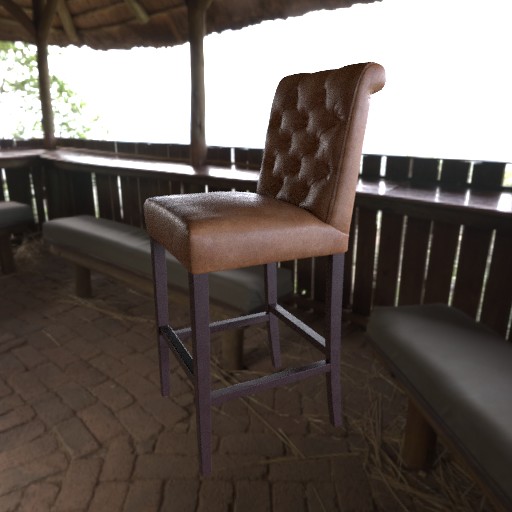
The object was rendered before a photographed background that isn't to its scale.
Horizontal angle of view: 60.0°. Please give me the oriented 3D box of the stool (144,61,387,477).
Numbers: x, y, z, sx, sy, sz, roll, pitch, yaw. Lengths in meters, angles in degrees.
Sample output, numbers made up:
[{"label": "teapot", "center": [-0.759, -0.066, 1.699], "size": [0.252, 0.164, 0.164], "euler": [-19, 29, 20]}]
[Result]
[{"label": "stool", "center": [0.000, 0.000, 1.427], "size": [0.601, 1.140, 0.493], "euler": [-8, 19, -25]}]
